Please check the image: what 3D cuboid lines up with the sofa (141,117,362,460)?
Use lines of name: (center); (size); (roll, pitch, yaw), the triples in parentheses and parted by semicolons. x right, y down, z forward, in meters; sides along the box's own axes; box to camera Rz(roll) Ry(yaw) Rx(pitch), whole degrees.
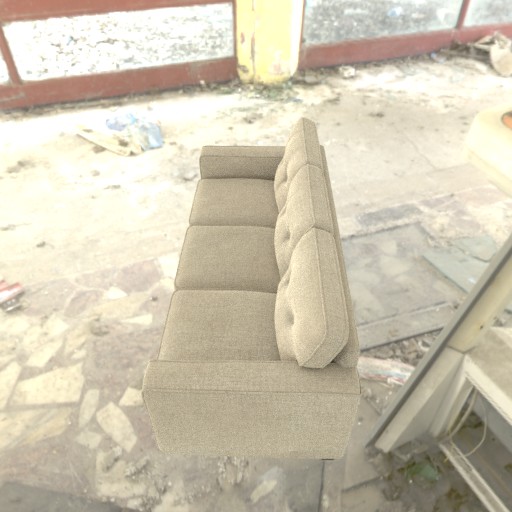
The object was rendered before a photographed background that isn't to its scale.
sofa: (0.000, 0.000, 2.709); (0.939, 0.965, 2.133); (1, 42, 1)
